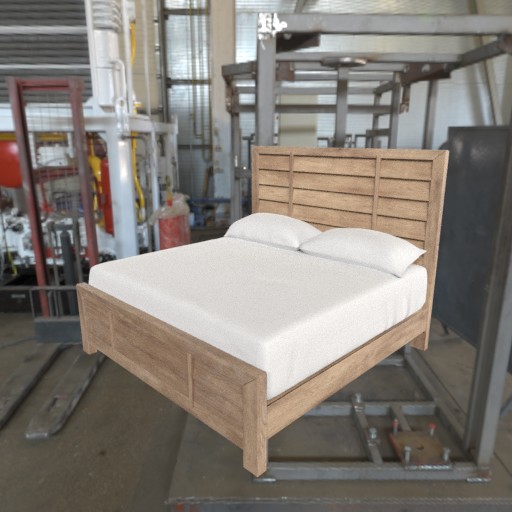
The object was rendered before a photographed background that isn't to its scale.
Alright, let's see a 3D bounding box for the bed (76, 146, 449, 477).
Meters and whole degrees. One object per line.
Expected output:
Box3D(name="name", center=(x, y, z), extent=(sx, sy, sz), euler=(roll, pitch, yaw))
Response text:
Box3D(name="bed", center=(0.000, 0.000, 3.502), extent=(2.032, 1.626, 2.062), euler=(14, 21, 43))
